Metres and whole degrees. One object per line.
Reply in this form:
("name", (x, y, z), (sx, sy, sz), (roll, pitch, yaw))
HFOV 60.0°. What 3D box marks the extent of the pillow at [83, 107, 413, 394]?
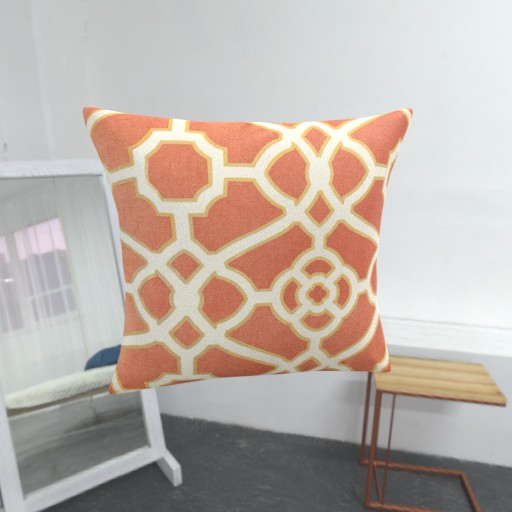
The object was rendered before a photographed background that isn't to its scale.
("pillow", (0.000, 0.000, 0.797), (0.552, 0.508, 0.166), (-2, 16, -8))
